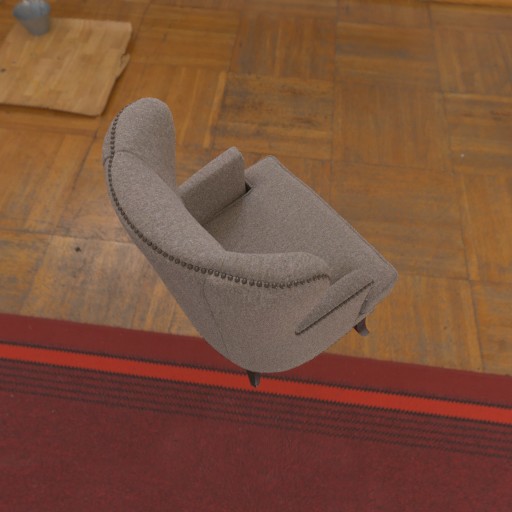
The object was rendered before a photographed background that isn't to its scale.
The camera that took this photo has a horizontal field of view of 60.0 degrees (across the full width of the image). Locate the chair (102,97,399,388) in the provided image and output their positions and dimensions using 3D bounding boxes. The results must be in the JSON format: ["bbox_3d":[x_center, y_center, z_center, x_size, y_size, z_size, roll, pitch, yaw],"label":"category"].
[{"bbox_3d":[0.000,0.000,1.572,0.758,1.060,0.759,-34,65,-19],"label":"chair"}]
